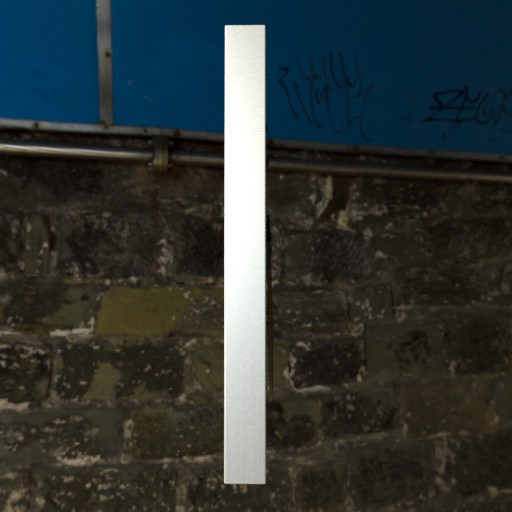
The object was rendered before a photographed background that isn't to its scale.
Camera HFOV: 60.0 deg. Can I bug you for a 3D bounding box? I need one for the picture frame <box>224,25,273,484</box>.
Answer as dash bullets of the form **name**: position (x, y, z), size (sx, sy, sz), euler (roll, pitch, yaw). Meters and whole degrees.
- **picture frame**: position (0.000, 0.000, 0.388), size (0.036, 0.282, 0.233), euler (0, -1, 1)
